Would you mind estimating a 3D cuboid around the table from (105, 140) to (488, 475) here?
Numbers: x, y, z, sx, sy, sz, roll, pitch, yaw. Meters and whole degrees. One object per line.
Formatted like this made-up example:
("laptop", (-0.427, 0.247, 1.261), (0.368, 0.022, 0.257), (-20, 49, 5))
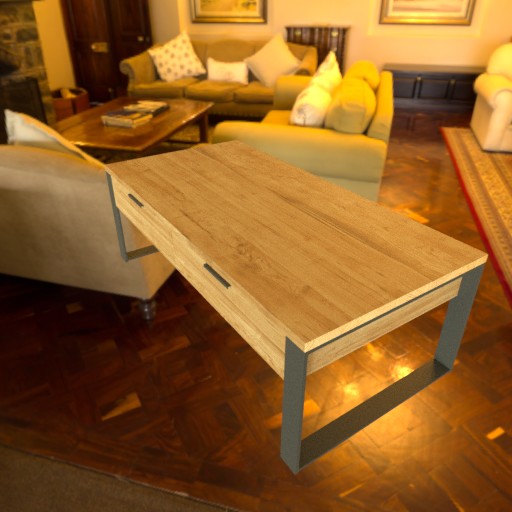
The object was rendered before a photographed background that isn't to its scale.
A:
("table", (0.000, 0.000, 1.475), (0.590, 0.400, 1.180), (-19, 36, -29))
